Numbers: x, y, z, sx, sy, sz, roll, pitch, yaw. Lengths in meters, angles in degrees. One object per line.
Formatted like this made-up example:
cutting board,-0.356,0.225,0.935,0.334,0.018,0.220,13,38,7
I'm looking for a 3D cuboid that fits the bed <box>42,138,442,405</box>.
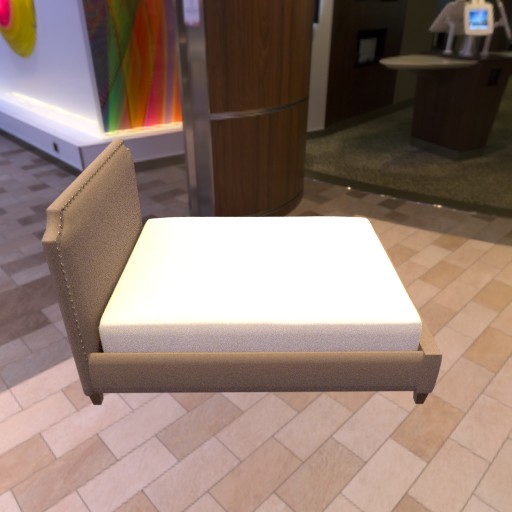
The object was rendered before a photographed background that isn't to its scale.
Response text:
bed,0.000,0.000,3.401,2.372,1.443,1.713,0,30,0
